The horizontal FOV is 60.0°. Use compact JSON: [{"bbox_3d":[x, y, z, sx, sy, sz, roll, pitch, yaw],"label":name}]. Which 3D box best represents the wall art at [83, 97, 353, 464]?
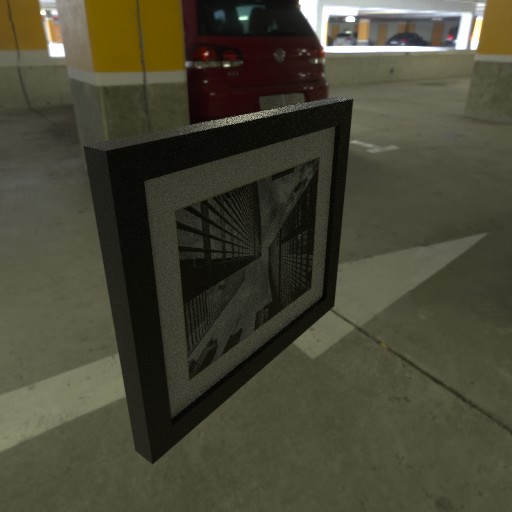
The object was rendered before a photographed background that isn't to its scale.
[{"bbox_3d":[0.000,0.000,0.526,0.028,0.321,0.381,19,32,34],"label":"wall art"}]
